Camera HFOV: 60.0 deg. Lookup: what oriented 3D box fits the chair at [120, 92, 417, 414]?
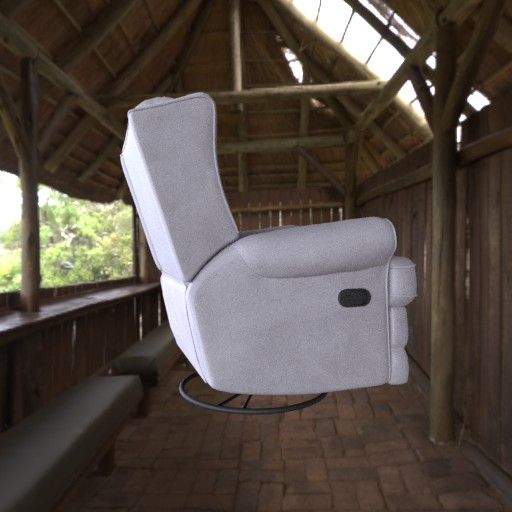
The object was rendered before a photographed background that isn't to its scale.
[{"bbox_3d":[0.000,0.000,1.697,0.969,1.011,0.847,-1,2,-19],"label":"chair"}]
